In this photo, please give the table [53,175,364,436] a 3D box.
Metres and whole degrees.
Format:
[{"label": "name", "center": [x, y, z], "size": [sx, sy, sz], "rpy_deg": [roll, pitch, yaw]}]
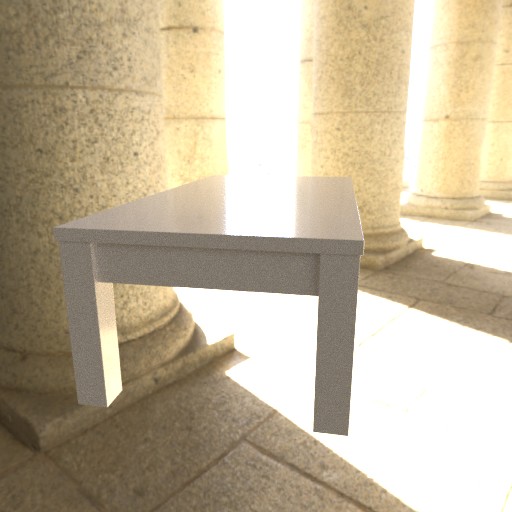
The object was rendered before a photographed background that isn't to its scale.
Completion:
[{"label": "table", "center": [0.000, 0.000, 1.661], "size": [0.700, 0.470, 1.350], "rpy_deg": [3, 16, 10]}]
